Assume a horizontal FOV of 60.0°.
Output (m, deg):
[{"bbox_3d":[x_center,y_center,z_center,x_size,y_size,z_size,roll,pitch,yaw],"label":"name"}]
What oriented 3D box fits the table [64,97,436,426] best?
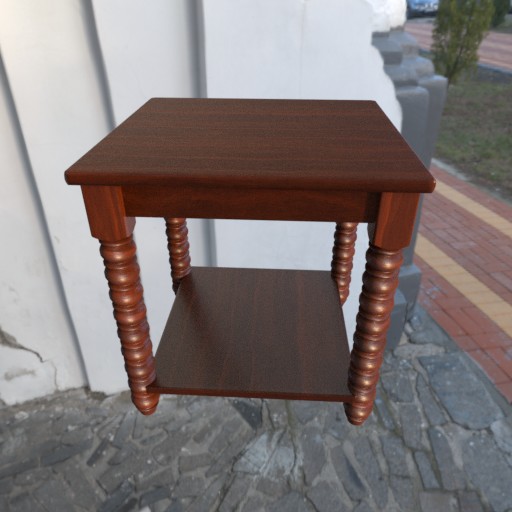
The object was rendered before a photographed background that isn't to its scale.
[{"bbox_3d":[0.000,0.000,0.983,0.533,0.567,0.500,2,32,3],"label":"table"}]
